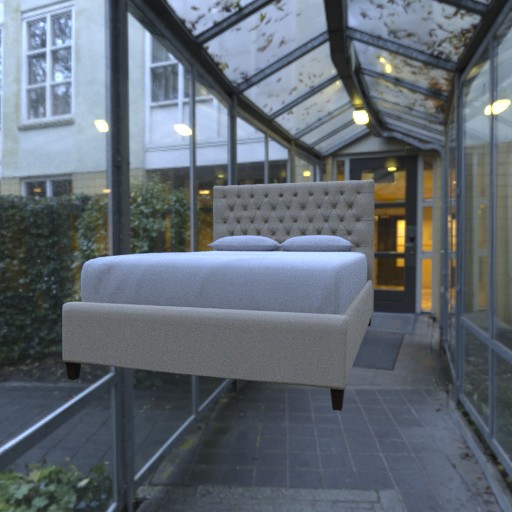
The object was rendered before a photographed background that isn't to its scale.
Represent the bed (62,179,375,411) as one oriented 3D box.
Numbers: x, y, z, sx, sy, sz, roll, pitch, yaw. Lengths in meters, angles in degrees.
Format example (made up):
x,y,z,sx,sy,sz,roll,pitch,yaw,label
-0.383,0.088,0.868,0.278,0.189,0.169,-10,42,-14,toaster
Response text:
x,y,z,sx,sy,sz,roll,pitch,yaw,label
0.000,0.000,3.494,1.698,1.427,2.387,1,2,18,bed
